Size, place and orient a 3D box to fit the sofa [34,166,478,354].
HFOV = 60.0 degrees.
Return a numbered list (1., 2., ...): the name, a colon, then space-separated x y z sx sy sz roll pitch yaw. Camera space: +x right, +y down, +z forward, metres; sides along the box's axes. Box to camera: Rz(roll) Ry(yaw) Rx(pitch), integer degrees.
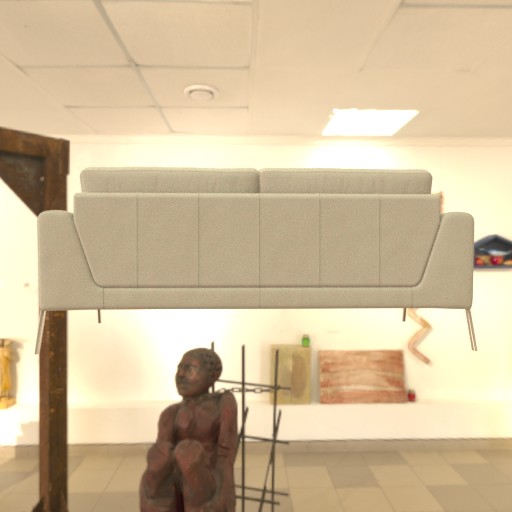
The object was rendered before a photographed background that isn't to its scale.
1. sofa: 0.000 0.000 2.473 2.017 0.875 0.953 0 0 -2
